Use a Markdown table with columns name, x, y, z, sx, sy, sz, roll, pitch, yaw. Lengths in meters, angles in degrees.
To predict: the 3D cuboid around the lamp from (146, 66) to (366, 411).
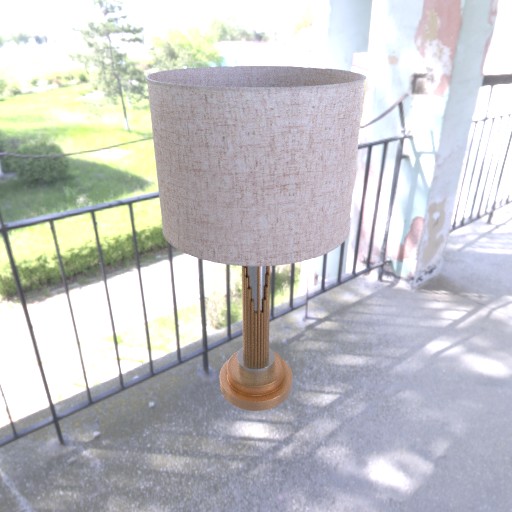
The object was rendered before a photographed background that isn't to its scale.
| name | x | y | z | sx | sy | sz | roll | pitch | yaw |
| --- | --- | --- | --- | --- | --- | --- | --- | --- | --- |
| lamp | 0.000 | 0.000 | 0.802 | 0.321 | 0.610 | 0.321 | -20 | 33 | -33 |
